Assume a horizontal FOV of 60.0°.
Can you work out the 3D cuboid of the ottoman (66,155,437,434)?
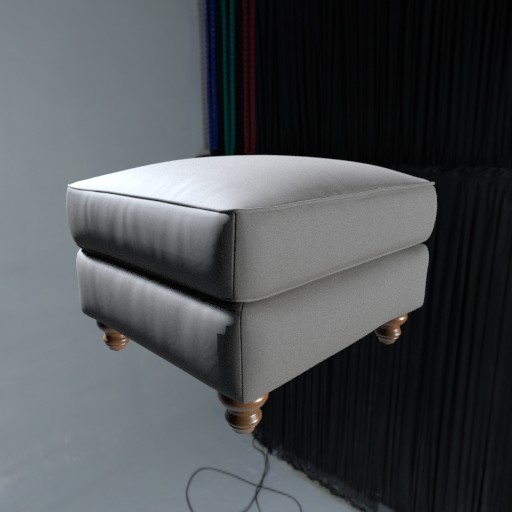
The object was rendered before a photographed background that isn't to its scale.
[{"bbox_3d":[0.000,0.000,1.144,0.662,0.505,0.721,14,20,43],"label":"ottoman"}]
